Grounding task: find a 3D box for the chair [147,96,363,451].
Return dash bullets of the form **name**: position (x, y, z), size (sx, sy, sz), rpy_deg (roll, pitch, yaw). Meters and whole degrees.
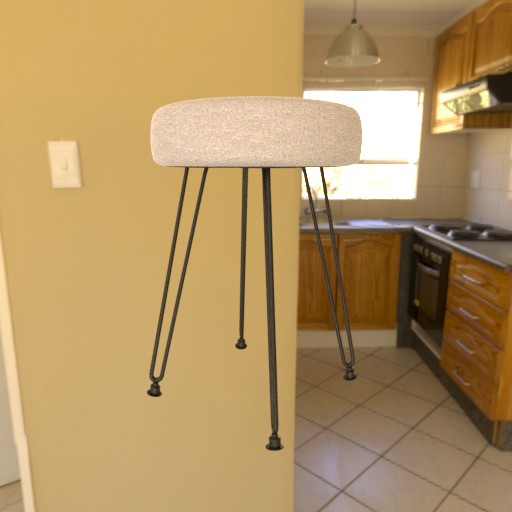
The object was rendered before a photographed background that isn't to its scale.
- **chair**: position (0.000, 0.000, 0.684), size (0.350, 0.440, 0.350), rpy_deg (-2, 12, -9)
